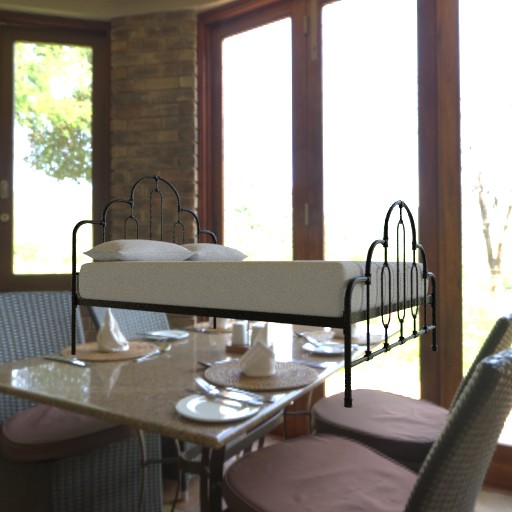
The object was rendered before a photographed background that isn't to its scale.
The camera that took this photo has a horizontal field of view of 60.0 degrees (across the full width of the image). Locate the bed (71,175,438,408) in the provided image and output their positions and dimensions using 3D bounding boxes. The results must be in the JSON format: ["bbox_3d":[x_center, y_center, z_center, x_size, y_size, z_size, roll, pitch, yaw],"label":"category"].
[{"bbox_3d":[0.000,0.000,3.285,2.181,1.444,1.626,-1,-1,35],"label":"bed"}]
